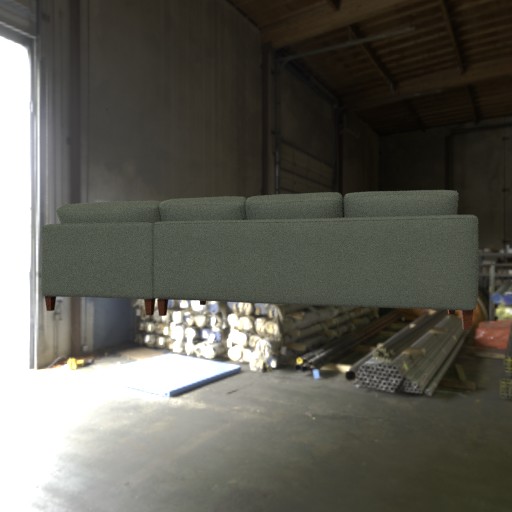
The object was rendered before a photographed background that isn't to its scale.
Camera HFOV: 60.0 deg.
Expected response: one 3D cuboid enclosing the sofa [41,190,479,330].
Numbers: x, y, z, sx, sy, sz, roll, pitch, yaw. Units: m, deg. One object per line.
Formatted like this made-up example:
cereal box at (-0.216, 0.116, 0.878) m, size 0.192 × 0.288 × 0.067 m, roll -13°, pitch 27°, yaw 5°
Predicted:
sofa at (0.000, 0.000, 4.076) m, size 3.471 × 0.950 × 1.604 m, roll 0°, pitch 0°, yaw 17°
